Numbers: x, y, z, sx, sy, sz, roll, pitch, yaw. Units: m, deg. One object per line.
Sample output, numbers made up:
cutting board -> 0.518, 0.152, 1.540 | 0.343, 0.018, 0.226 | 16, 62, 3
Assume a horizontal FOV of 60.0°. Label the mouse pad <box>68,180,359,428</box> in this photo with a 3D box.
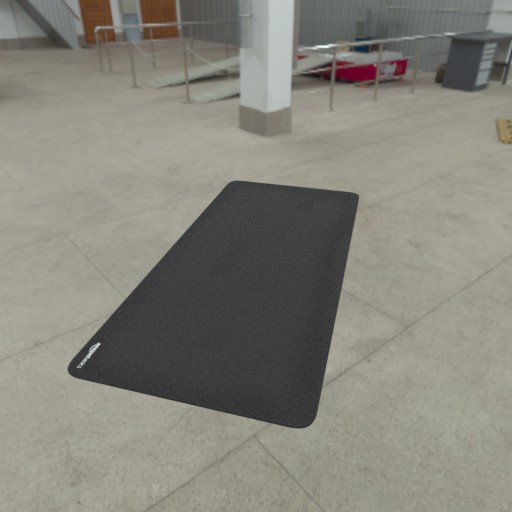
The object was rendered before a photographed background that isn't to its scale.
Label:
mouse pad -> 0.000, 0.000, 1.061 | 0.424, 0.003, 0.907 | 8, 32, 13
